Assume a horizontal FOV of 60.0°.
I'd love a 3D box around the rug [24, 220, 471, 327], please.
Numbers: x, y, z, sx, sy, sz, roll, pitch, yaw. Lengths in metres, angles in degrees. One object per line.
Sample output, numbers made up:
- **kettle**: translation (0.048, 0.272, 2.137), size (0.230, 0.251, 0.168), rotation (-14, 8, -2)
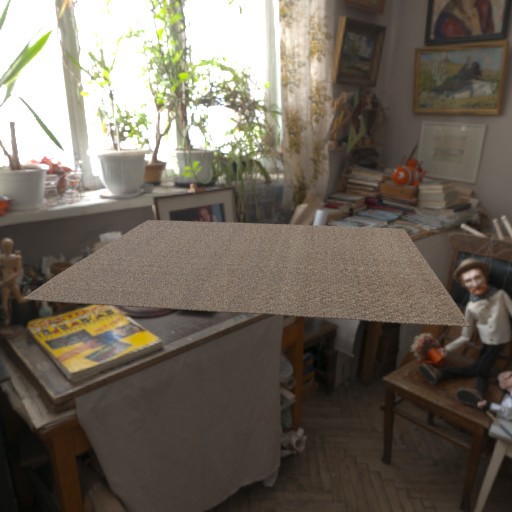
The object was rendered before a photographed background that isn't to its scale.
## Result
- **rug**: translation (0.000, 0.000, 4.074), size (3.048, 0.013, 2.439), rotation (3, 18, 8)
